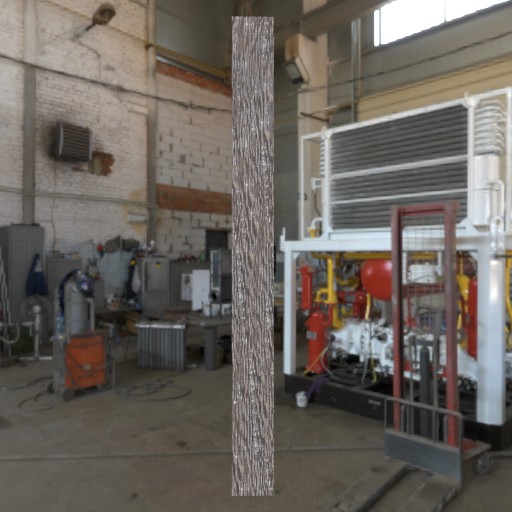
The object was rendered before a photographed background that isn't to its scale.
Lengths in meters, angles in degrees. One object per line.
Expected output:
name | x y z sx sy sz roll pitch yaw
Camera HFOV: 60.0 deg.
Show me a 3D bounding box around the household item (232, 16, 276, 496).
household item | 0.000 0.000 0.233 0.020 0.180 0.133 0 0 -1
